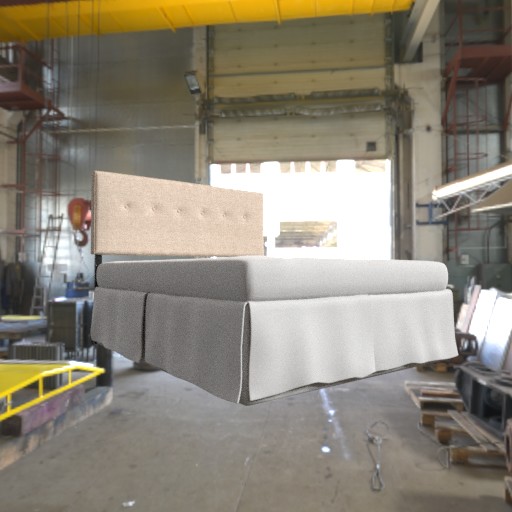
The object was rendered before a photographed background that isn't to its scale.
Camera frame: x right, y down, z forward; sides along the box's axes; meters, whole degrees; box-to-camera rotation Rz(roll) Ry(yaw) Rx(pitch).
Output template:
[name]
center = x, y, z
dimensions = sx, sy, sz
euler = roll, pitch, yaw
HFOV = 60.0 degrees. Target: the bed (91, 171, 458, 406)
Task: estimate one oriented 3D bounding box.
[bed]
center = 0.000, 0.000, 2.962
dimensions = 1.643, 1.270, 1.978
euler = 1, -2, -37
